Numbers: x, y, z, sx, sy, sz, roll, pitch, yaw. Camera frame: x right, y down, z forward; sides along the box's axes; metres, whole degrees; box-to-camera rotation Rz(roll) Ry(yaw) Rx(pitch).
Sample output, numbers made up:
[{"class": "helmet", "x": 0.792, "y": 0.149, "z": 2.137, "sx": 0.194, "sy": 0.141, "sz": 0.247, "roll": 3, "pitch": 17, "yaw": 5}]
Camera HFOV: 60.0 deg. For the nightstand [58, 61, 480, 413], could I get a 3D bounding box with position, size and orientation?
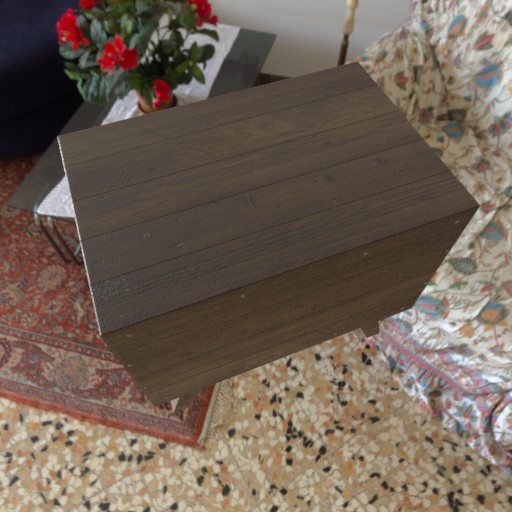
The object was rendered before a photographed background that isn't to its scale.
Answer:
[{"class": "nightstand", "x": 0.000, "y": 0.000, "z": 1.057, "sx": 0.650, "sy": 0.599, "sz": 0.450, "roll": -18, "pitch": 59, "yaw": -11}]
